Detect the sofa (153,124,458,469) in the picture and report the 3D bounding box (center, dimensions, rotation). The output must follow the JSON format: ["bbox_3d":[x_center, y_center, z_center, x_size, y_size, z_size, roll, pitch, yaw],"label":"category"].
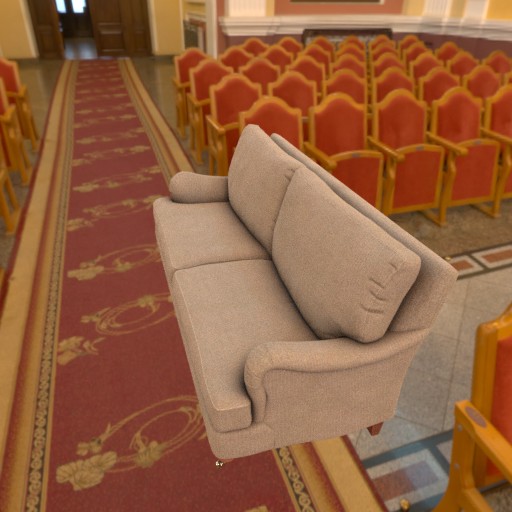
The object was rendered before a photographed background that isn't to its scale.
[{"bbox_3d":[0.000,0.000,2.739,1.069,1.096,2.193,-9,32,-15],"label":"sofa"}]
